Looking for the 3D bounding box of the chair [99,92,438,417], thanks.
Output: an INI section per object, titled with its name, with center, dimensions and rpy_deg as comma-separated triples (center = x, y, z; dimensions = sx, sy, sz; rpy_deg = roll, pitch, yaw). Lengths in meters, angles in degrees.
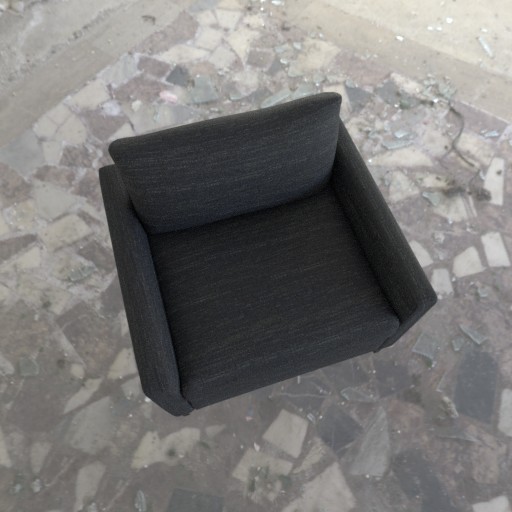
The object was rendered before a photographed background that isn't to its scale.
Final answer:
[chair]
center = 0.000, 0.000, 1.654
dimensions = 0.963, 0.861, 0.866
rpy_deg = -16, 64, -8
